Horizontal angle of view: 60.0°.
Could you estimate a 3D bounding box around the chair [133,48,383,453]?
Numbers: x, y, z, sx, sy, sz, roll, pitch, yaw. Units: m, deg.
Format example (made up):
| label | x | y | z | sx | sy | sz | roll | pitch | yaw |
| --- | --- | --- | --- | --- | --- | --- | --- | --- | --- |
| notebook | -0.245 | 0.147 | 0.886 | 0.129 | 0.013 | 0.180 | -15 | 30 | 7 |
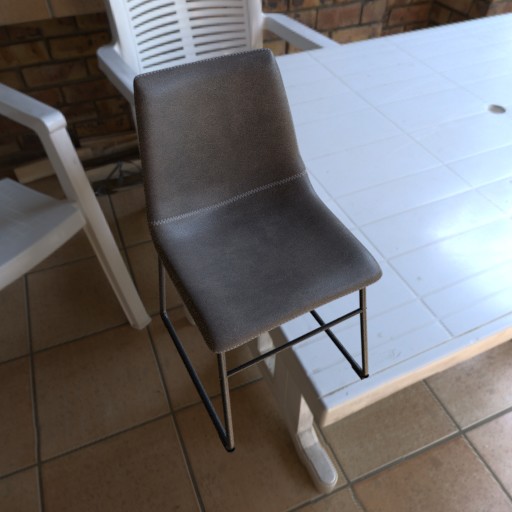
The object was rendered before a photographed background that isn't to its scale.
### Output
| label | x | y | z | sx | sy | sz | roll | pitch | yaw |
| --- | --- | --- | --- | --- | --- | --- | --- | --- | --- |
| chair | 0.000 | 0.000 | 1.109 | 0.460 | 0.780 | 0.550 | -22 | 50 | -19 |
